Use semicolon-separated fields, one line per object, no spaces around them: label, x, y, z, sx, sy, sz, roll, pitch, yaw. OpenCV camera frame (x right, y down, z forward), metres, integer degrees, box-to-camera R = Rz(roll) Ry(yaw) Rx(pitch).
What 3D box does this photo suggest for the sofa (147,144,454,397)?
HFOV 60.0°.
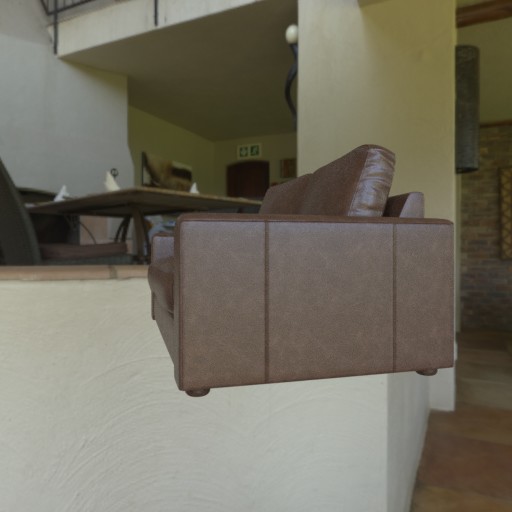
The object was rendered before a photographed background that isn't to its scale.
sofa;0.000;0.000;2.208;1.016;0.873;1.616;0;0;-16
